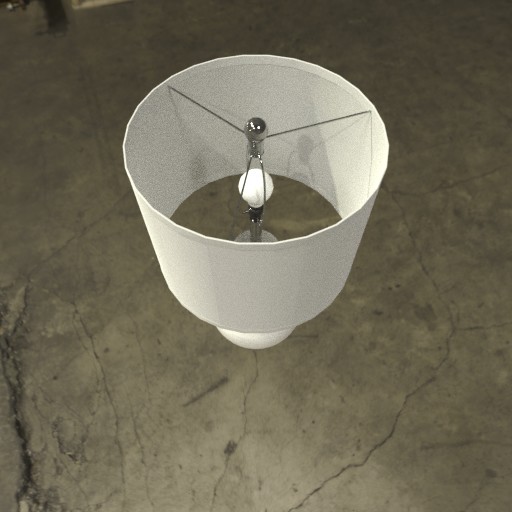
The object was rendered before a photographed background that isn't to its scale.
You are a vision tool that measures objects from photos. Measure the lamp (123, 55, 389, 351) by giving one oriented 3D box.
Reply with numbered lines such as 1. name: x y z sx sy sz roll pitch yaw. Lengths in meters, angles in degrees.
1. lamp: 0.000 0.000 0.862 0.357 0.673 0.357 -17 60 -10
